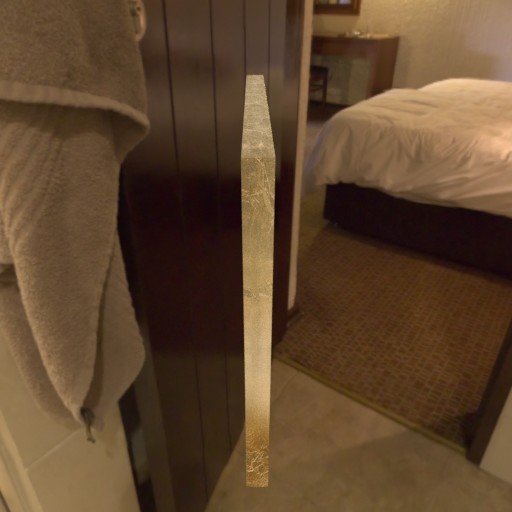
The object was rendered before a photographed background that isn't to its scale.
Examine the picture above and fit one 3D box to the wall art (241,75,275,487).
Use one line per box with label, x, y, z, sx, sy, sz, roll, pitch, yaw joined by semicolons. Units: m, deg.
wall art;0.000;0.000;0.910;0.038;0.610;0.610;0;30;0
